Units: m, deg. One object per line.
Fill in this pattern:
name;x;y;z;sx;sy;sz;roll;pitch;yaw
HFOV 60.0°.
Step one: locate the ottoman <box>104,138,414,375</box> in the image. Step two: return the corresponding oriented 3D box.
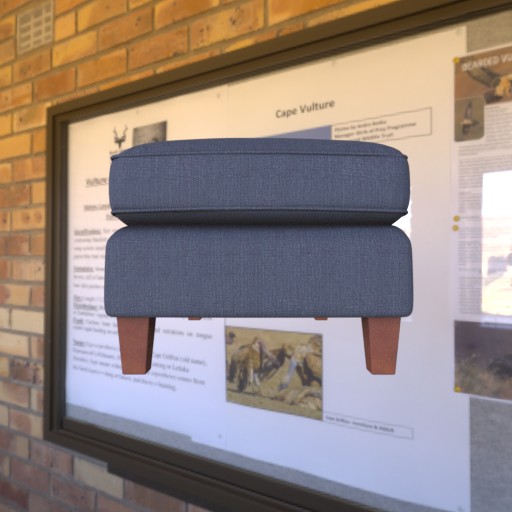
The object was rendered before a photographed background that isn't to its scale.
ottoman;0.000;0.000;1.194;0.570;0.438;0.885;0;-1;0
